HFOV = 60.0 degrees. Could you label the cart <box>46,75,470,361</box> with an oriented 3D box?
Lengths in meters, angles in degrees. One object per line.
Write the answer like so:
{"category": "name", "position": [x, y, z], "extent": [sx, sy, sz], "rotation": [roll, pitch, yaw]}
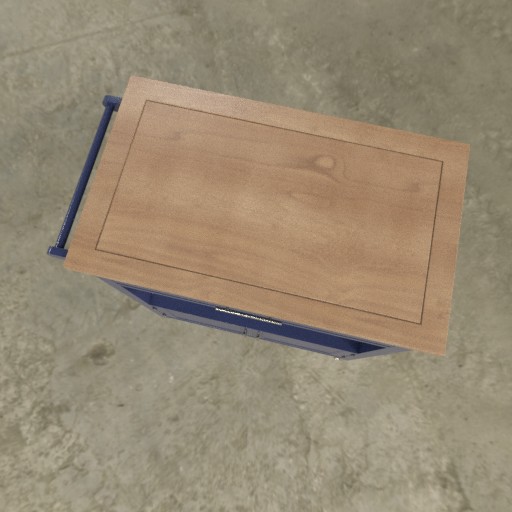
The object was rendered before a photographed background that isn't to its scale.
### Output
{"category": "cart", "position": [0.000, 0.000, 1.355], "extent": [0.840, 0.901, 0.459], "rotation": [13, 75, 3]}
